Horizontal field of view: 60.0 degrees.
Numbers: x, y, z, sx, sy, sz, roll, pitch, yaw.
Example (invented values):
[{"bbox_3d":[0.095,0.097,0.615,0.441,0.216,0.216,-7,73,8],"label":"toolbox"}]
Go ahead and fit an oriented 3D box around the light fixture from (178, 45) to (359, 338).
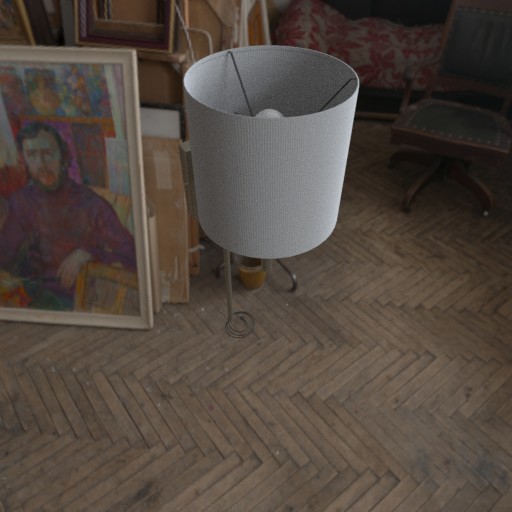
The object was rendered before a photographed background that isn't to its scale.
[{"bbox_3d":[0.000,0.000,0.701,0.188,0.589,0.248,-23,49,-22],"label":"light fixture"}]
